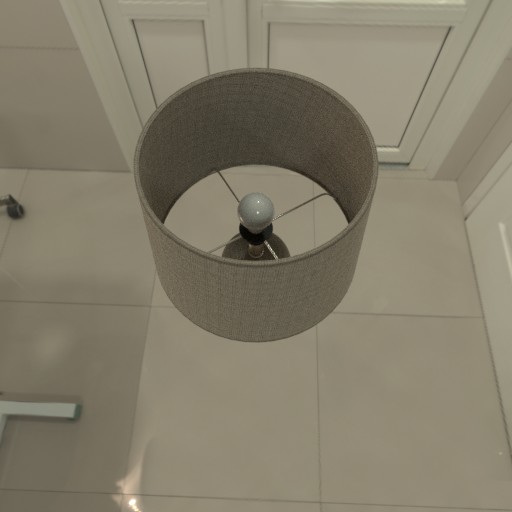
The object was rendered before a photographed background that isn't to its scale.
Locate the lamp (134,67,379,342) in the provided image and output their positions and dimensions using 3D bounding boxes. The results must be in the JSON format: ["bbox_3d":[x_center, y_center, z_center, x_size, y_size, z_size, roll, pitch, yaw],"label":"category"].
[{"bbox_3d":[0.000,0.000,0.854,0.367,0.609,0.367,0,64,0],"label":"lamp"}]
